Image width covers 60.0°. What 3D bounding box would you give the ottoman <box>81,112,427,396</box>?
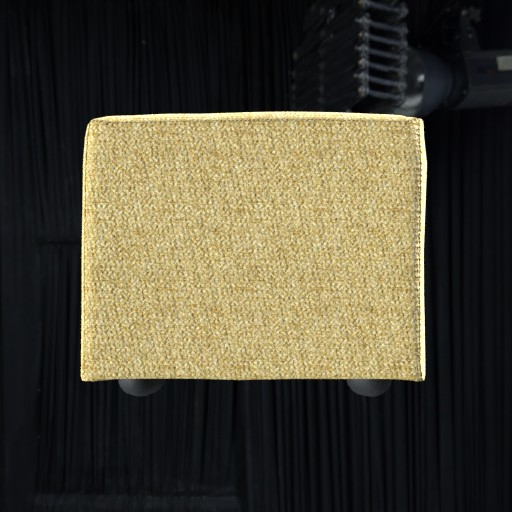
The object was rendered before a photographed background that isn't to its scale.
[{"bbox_3d":[0.000,0.000,0.878,0.505,0.441,0.512,0,0,0],"label":"ottoman"}]
